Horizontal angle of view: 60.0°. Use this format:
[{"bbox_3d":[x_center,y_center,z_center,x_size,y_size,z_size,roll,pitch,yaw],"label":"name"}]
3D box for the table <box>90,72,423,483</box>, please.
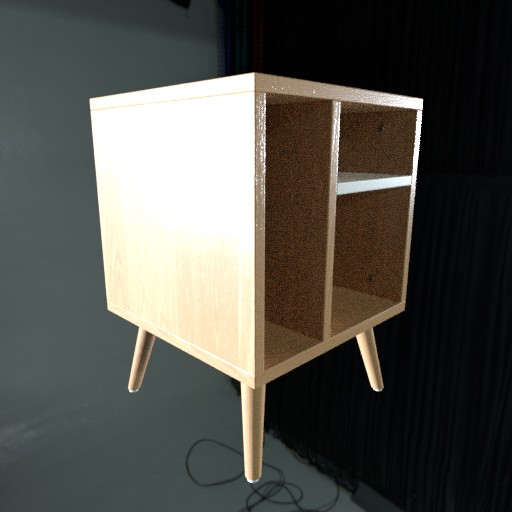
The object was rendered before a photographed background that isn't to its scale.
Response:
[{"bbox_3d":[0.000,0.000,0.818,0.400,0.550,0.400,-14,20,-43],"label":"table"}]
